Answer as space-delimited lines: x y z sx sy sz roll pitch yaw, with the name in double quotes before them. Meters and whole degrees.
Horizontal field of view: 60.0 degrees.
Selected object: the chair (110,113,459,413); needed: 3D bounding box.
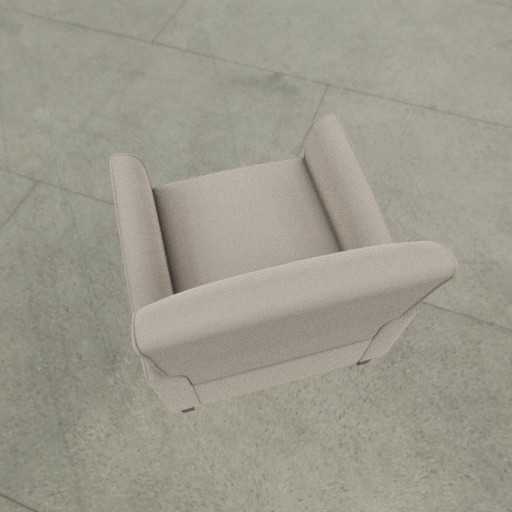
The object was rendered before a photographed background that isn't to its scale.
"chair" 0.000 0.000 1.506 0.820 0.915 0.820 -13 60 -8
